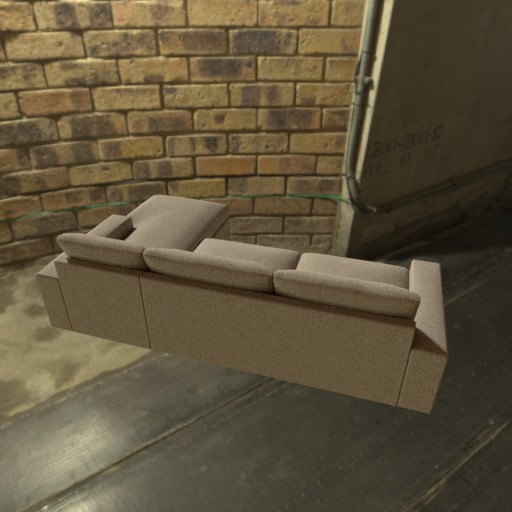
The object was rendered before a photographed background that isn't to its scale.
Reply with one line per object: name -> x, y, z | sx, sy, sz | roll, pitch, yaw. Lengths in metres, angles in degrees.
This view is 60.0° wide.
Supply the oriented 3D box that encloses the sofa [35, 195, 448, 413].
sofa -> 0.000, 0.000, 3.487 | 2.718, 0.813, 1.689 | 9, 33, 14
